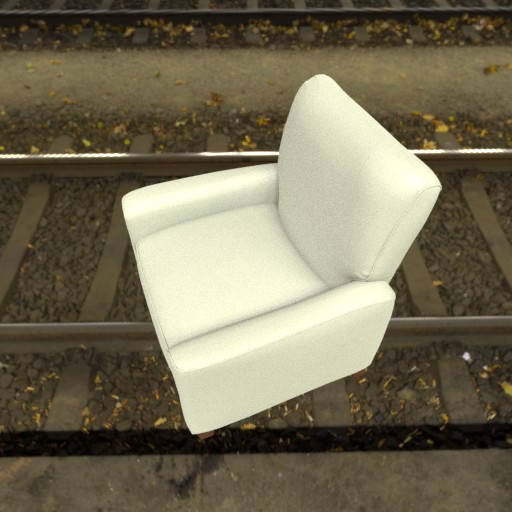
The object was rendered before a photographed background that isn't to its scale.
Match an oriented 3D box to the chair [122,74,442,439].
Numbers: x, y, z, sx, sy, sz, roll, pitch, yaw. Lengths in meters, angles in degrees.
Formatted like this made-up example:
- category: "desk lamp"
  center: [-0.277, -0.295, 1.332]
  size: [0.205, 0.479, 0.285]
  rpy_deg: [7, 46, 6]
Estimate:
- category: "chair"
  center: [0.000, 0.000, 1.644]
  size: [0.846, 1.007, 0.853]
  rpy_deg: [-17, 51, -15]
